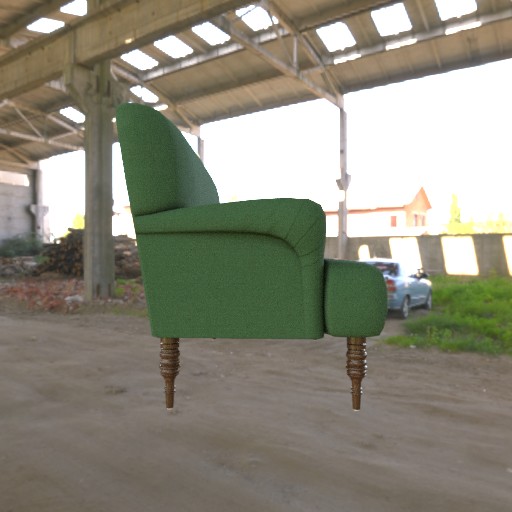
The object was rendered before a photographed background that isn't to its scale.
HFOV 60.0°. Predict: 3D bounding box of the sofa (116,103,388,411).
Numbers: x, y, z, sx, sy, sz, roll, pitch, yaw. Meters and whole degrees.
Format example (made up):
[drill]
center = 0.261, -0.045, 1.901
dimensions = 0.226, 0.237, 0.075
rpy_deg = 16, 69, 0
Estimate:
[sofa]
center = 0.000, 0.000, 1.820
dimensions = 0.779, 0.889, 1.297
rpy_deg = 0, 0, 1
